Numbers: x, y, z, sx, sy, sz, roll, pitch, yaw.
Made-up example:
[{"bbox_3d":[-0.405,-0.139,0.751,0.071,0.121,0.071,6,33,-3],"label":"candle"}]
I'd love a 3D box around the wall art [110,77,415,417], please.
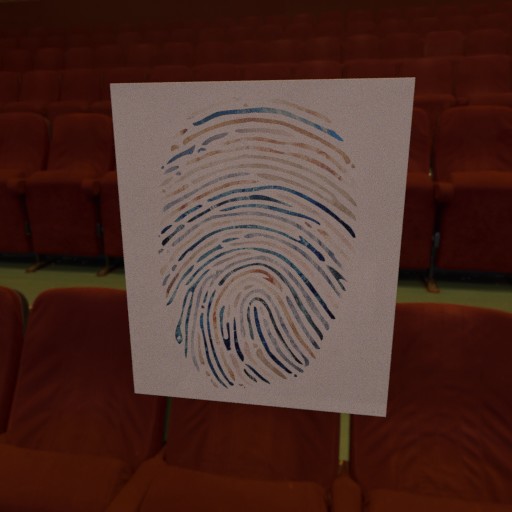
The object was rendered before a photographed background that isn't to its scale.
[{"bbox_3d":[0.000,0.000,0.824,0.508,0.606,0.037,2,15,9],"label":"wall art"}]
